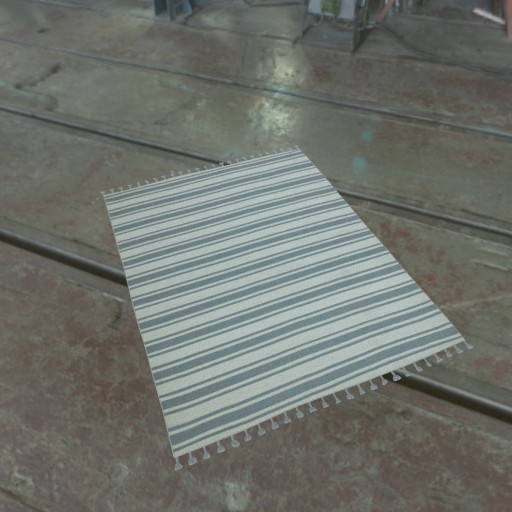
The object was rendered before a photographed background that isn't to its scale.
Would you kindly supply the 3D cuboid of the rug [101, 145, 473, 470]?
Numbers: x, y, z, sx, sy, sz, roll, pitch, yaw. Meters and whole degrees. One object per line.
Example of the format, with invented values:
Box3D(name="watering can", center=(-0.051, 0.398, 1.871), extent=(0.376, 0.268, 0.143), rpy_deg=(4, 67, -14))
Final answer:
Box3D(name="rug", center=(0.000, 0.000, 4.218), extent=(2.439, 0.005, 3.201), rpy_deg=(-16, 48, -15))
